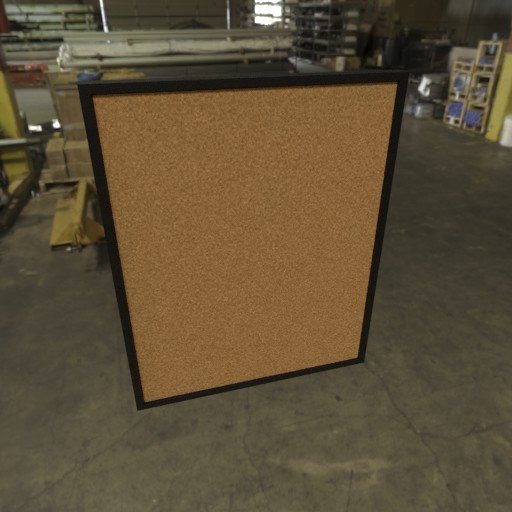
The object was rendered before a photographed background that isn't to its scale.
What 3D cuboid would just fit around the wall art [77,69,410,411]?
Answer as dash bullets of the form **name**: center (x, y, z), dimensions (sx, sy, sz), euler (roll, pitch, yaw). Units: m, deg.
- **wall art**: center (0.000, 0.000, 0.737), dimensions (0.457, 0.559, 0.029), euler (-8, 30, -14)
